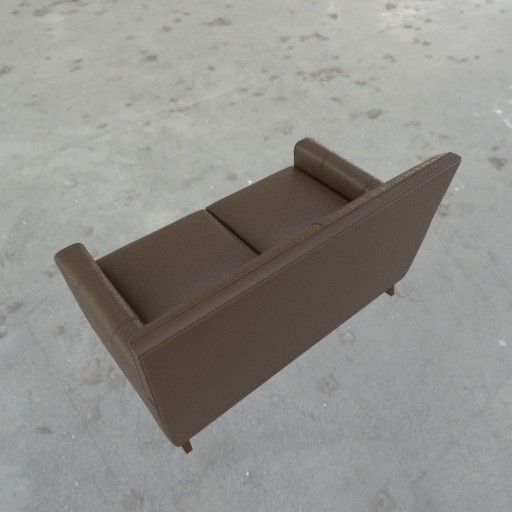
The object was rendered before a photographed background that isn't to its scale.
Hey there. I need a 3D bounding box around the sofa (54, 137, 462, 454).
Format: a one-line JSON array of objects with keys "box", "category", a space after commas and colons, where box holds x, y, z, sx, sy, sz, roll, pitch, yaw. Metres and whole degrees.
[{"box": [0.000, 0.000, 1.988, 1.468, 0.859, 0.853, -30, 52, -27], "category": "sofa"}]
